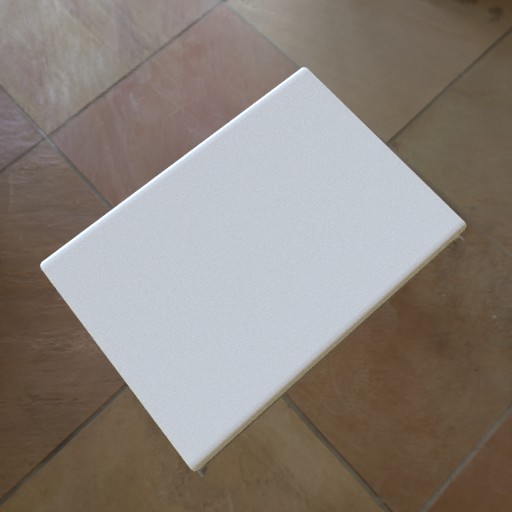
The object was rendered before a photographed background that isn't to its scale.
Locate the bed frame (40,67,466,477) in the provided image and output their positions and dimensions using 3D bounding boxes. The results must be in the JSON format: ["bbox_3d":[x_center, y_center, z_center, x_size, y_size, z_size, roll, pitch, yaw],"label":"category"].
[{"bbox_3d":[0.000,0.000,2.614,1.945,0.497,1.445,-39,79,-10],"label":"bed frame"}]
